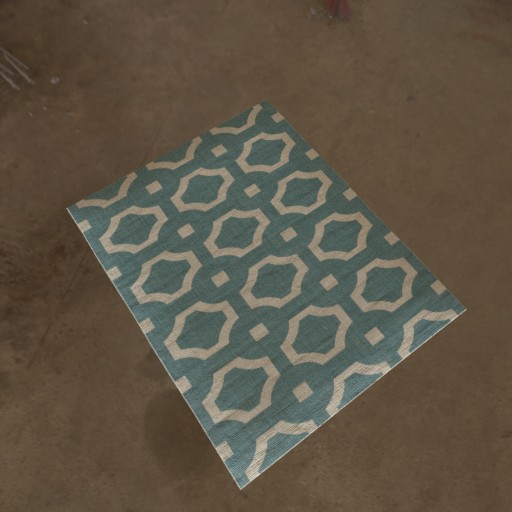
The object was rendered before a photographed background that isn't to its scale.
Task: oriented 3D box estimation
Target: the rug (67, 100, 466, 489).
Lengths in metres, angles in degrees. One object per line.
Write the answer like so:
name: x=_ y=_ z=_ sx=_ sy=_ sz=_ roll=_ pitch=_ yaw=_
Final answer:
rug: x=0.000 y=0.000 z=4.190 sx=2.466 sy=0.021 sz=3.049 roll=-33 pitch=69 yaw=-14
